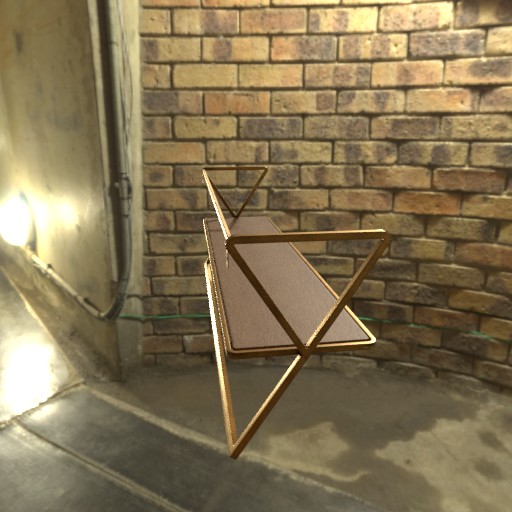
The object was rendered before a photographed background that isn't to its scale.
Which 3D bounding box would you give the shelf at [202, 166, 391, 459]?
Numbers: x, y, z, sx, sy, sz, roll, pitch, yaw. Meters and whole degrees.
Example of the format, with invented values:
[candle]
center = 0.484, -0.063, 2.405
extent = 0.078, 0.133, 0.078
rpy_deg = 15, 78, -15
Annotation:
[shelf]
center = 0.000, 0.000, 0.723
extent = 0.150, 0.229, 0.645
rpy_deg = -2, 17, -8
